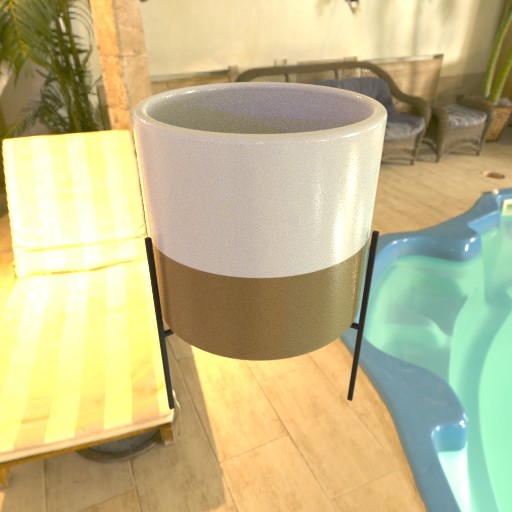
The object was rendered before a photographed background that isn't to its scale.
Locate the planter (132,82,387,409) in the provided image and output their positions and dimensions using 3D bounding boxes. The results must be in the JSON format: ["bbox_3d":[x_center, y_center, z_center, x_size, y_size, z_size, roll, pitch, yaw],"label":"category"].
[{"bbox_3d":[0.000,0.000,0.645,0.310,0.432,0.310,-10,32,-16],"label":"planter"}]
